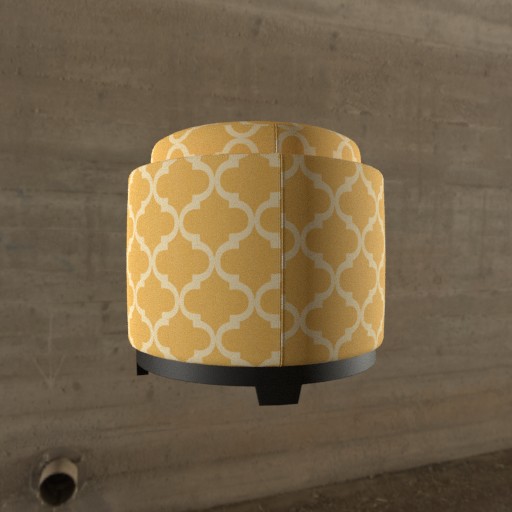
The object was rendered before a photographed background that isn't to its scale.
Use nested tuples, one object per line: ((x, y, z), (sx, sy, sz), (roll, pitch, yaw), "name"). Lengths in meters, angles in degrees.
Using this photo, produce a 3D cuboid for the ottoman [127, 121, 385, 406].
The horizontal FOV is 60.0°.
((0.000, 0.000, 0.856), (0.480, 0.429, 0.480), (0, 0, 0), "ottoman")
